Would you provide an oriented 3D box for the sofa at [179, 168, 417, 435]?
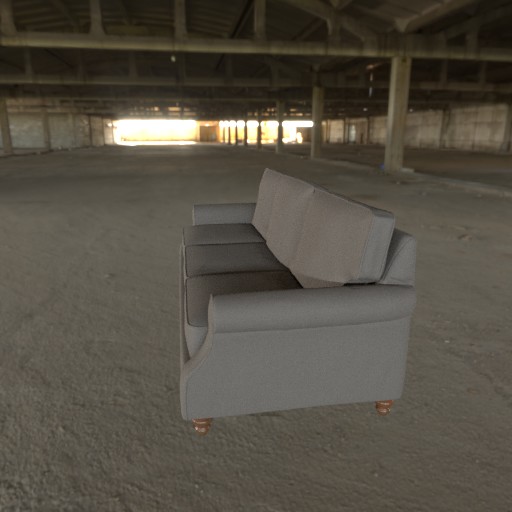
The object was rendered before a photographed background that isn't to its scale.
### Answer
[{"bbox_3d":[0.000,0.000,2.776,0.966,0.948,2.353,-3,16,-9],"label":"sofa"}]
